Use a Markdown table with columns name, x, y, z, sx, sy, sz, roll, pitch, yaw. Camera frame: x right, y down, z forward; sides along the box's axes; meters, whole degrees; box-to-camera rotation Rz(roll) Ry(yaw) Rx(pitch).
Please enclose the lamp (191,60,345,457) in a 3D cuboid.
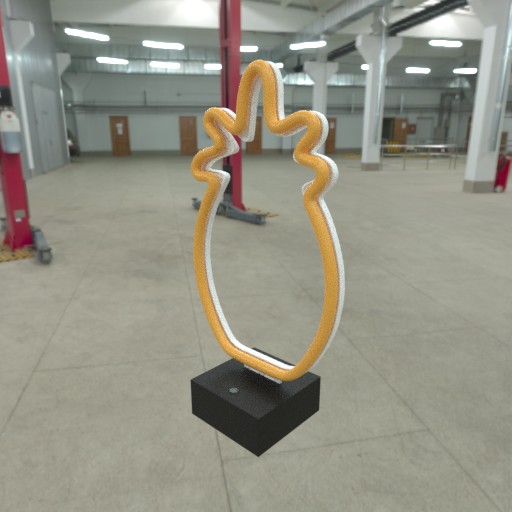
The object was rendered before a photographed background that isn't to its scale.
| name | x | y | z | sx | sy | sz | roll | pitch | yaw |
| --- | --- | --- | --- | --- | --- | --- | --- | --- | --- |
| lamp | 0.000 | 0.000 | 0.389 | 0.167 | 0.317 | 0.088 | 14 | 21 | 41 |
